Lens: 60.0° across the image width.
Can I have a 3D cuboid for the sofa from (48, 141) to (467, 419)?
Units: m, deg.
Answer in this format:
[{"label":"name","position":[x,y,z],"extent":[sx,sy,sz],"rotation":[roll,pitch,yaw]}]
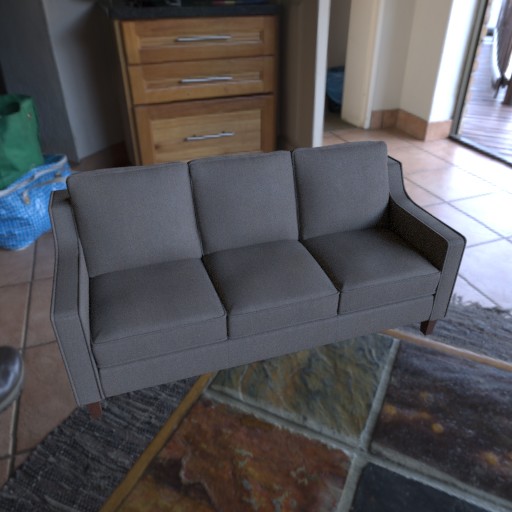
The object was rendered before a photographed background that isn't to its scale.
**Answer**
[{"label":"sofa","position":[0.000,0.000,2.423],"extent":[1.986,0.974,0.911],"rotation":[-10,33,-15]}]
